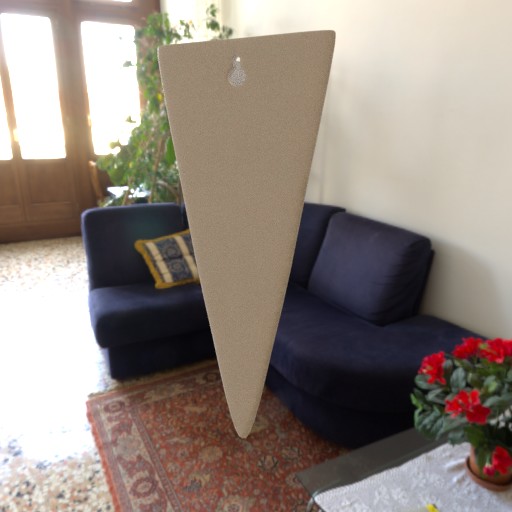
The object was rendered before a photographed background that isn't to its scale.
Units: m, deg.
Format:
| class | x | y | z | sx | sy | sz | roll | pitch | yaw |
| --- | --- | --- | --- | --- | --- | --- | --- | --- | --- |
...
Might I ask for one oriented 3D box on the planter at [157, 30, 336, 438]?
| class | x | y | z | sx | sy | sz | roll | pitch | yaw |
| --- | --- | --- | --- | --- | --- | --- | --- | --- | --- |
| planter | 0.000 | 0.000 | 0.388 | 0.143 | 0.338 | 0.065 | 8 | 18 | 25 |
